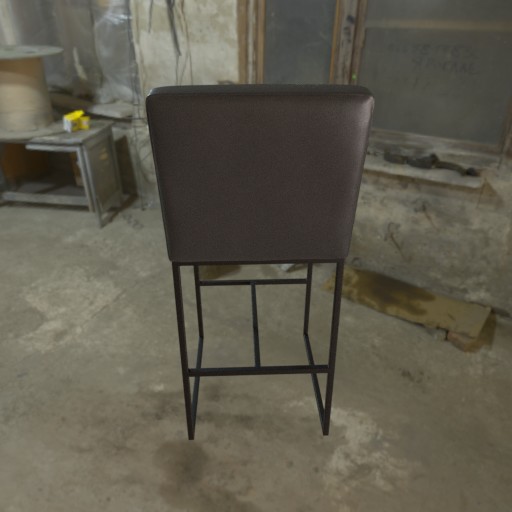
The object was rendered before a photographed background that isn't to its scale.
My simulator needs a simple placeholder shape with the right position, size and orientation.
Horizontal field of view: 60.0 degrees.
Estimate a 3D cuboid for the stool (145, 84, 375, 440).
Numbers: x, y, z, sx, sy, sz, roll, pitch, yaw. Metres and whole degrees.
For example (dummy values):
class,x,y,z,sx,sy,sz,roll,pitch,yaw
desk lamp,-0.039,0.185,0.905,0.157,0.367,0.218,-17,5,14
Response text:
class,x,y,z,sx,sy,sz,roll,pitch,yaw
stool,0.000,0.000,1.328,0.457,1.040,0.552,-1,30,-2
